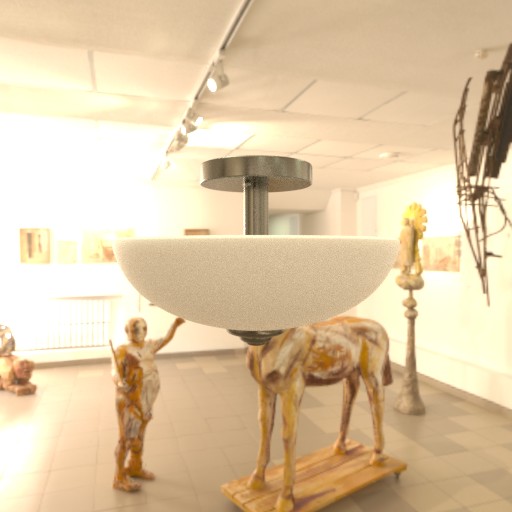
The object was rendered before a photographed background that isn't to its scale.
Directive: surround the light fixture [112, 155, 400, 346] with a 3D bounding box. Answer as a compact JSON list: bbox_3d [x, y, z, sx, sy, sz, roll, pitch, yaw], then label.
[{"bbox_3d":[0.000,0.000,0.534,0.330,0.214,0.330,0,1,0],"label":"light fixture"}]
